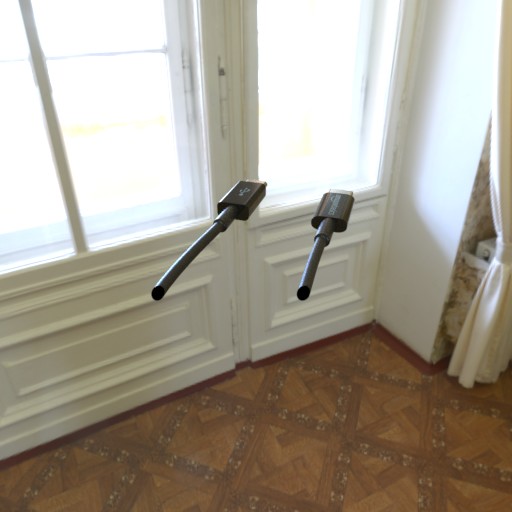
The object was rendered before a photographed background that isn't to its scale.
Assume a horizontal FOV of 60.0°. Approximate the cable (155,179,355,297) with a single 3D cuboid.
[{"bbox_3d":[0.000,0.000,0.114,0.040,0.006,0.098,9,32,15],"label":"cable"}]
